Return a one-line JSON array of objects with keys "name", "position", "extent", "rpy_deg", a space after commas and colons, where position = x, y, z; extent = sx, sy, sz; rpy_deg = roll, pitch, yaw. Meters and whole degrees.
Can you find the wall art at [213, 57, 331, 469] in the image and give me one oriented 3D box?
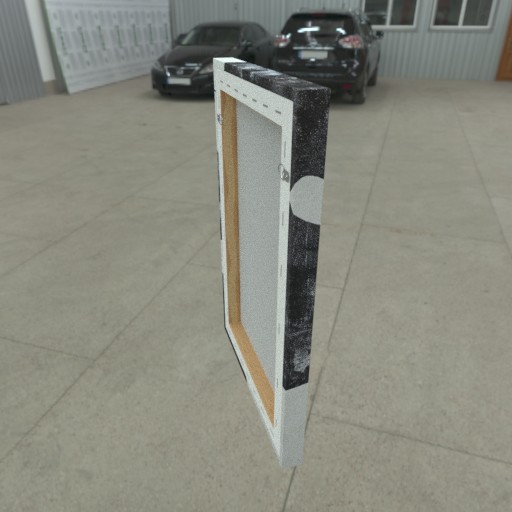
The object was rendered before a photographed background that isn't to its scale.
[{"name": "wall art", "position": [0.000, 0.000, 0.782], "extent": [0.039, 0.610, 0.407], "rpy_deg": [-9, 30, -15]}]
